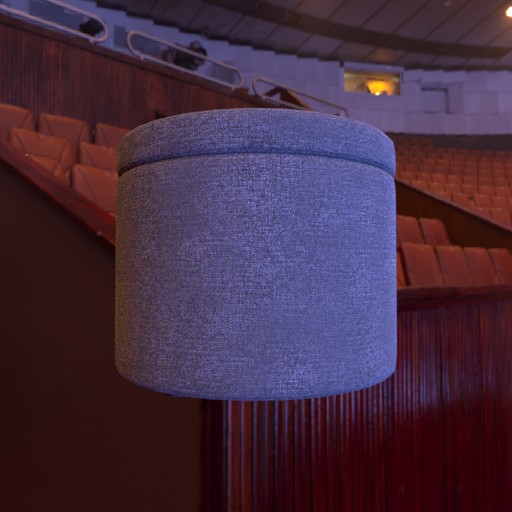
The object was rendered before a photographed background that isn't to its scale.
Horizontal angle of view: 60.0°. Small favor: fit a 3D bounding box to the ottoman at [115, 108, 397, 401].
[{"bbox_3d":[0.000,0.000,0.828,0.500,0.419,0.500,0,-1,0],"label":"ottoman"}]
